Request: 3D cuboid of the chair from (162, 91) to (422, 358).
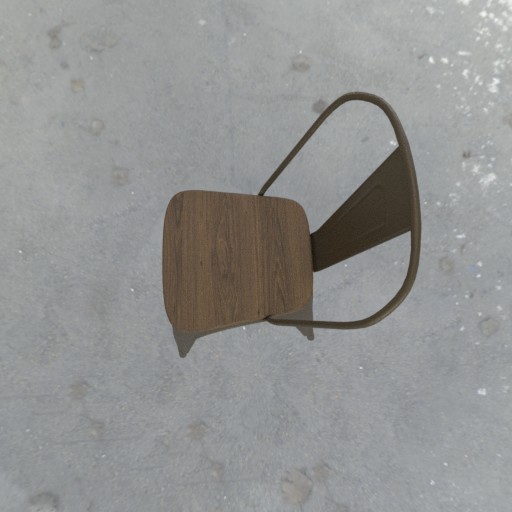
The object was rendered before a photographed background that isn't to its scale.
[{"bbox_3d":[0.000,0.000,1.128,0.532,0.844,0.451,-3,75,-1],"label":"chair"}]
